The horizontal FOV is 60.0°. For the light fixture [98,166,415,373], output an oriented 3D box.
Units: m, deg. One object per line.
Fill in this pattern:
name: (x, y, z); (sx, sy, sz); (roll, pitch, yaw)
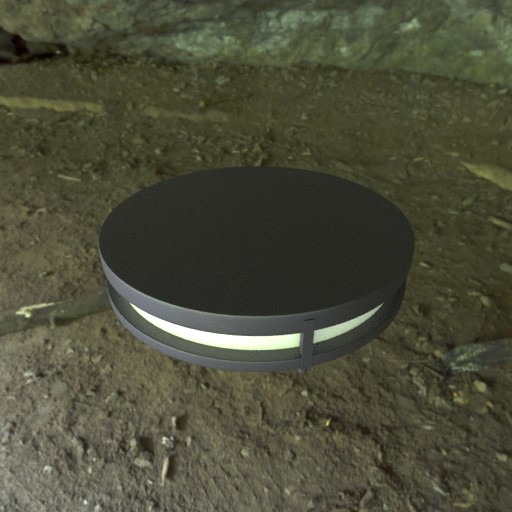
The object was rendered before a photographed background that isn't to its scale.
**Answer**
light fixture: (0.000, 0.000, 0.544); (0.356, 0.102, 0.356); (0, 32, 0)
